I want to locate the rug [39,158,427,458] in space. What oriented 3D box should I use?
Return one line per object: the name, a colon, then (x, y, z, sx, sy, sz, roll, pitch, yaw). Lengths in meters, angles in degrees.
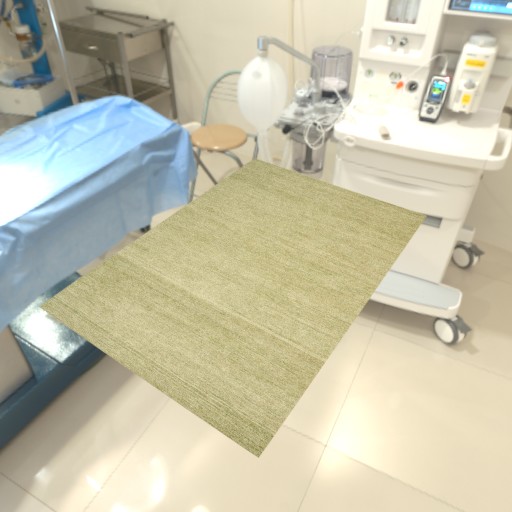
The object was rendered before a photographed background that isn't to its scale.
rug: (0.000, 0.000, 3.028, 1.606, 0.017, 2.270, 24, 46, 26)
